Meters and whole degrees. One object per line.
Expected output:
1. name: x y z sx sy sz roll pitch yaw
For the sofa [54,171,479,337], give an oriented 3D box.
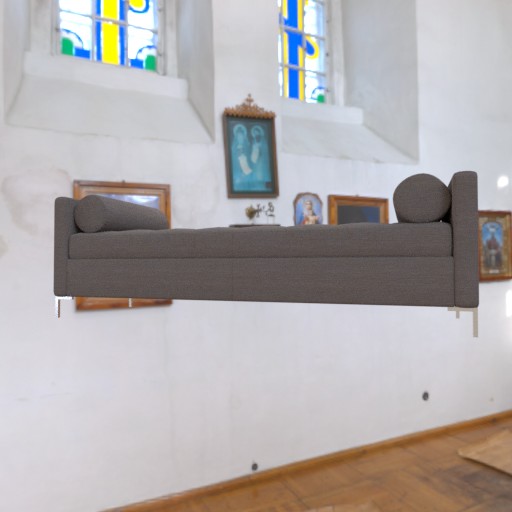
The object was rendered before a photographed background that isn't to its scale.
1. sofa: 0.000 0.000 2.281 1.981 0.635 0.686 0 -1 19
